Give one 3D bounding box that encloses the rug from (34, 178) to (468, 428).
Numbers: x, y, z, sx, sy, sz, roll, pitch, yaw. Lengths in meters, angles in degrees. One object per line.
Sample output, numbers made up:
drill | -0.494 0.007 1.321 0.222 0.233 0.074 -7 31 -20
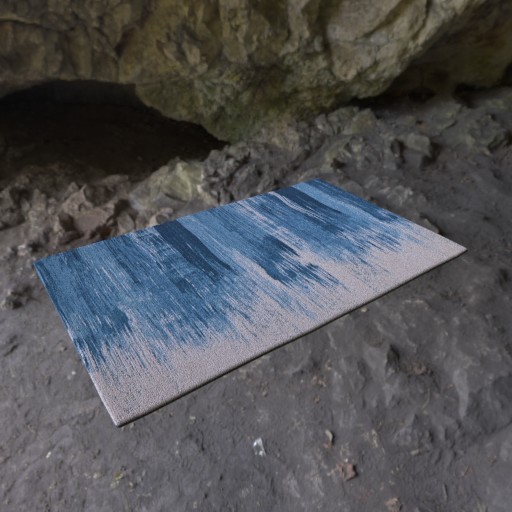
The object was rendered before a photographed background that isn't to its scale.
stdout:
rug | 0.000 0.000 2.914 2.450 0.027 1.540 -20 37 -29
